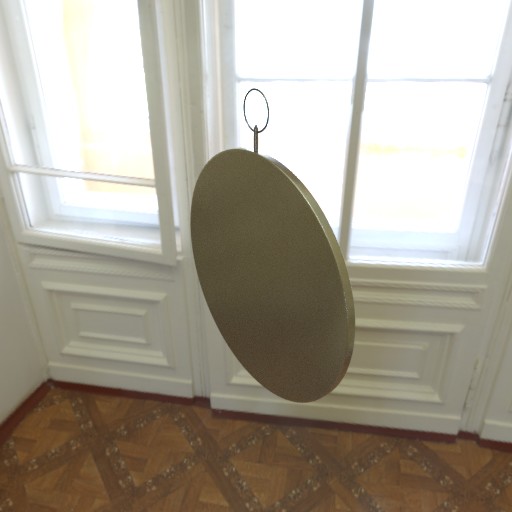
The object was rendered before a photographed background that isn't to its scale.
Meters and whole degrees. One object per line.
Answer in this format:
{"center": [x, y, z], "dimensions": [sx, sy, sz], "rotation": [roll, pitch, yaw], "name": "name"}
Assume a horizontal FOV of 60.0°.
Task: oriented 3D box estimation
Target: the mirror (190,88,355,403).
{"center": [0.000, 0.000, 0.999], "dimensions": [0.020, 0.713, 0.594], "rotation": [-19, 33, -31], "name": "mirror"}
